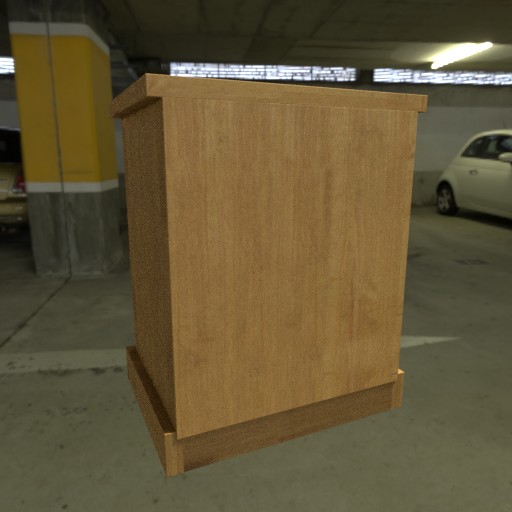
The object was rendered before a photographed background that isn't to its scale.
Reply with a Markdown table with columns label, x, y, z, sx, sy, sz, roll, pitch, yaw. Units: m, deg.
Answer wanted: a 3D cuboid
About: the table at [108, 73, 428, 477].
| label | x | y | z | sx | sy | sz | roll | pitch | yaw |
| --- | --- | --- | --- | --- | --- | --- | --- | --- | --- |
| table | 0.000 | 0.000 | 1.216 | 0.660 | 0.813 | 0.500 | -6 | 14 | -25 |
